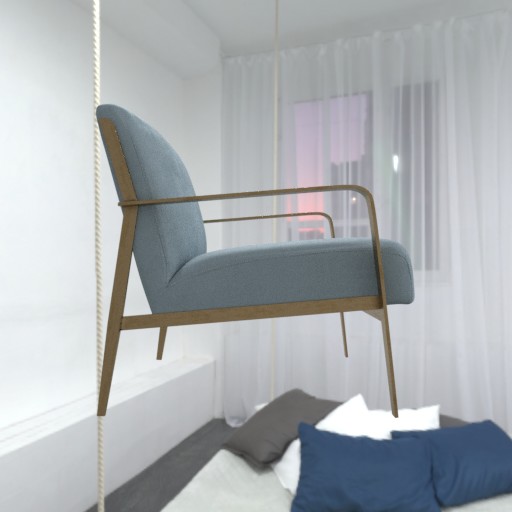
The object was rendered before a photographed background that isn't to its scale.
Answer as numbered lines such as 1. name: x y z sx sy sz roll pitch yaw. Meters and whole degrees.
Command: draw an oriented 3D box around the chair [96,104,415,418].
1. chair: 0.000 0.000 1.445 0.842 0.824 0.701 0 0 1
